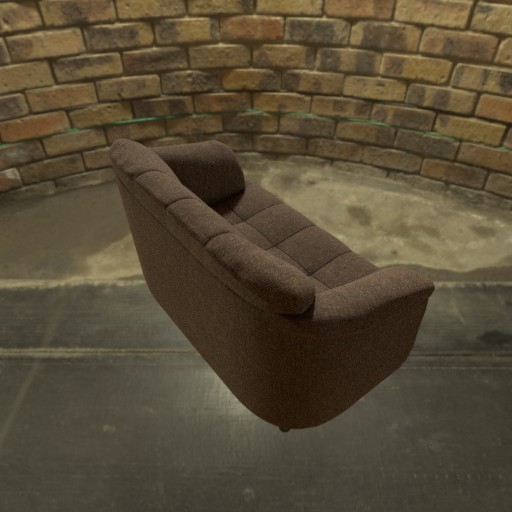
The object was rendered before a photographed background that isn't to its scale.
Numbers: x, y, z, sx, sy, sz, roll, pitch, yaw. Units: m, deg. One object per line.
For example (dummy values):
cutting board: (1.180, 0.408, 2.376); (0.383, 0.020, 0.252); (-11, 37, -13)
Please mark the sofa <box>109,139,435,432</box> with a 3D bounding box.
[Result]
sofa: (0.000, 0.000, 1.984); (0.799, 0.895, 1.404); (-27, 48, -27)
